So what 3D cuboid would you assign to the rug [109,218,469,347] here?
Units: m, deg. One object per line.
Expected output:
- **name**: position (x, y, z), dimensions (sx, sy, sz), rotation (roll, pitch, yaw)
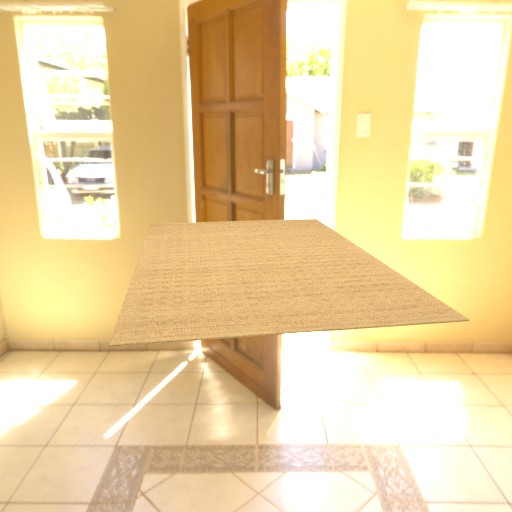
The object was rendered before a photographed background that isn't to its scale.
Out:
- **rug**: position (0.000, 0.000, 2.202), dimensions (1.142, 0.006, 1.752), rotation (-2, 16, -9)
